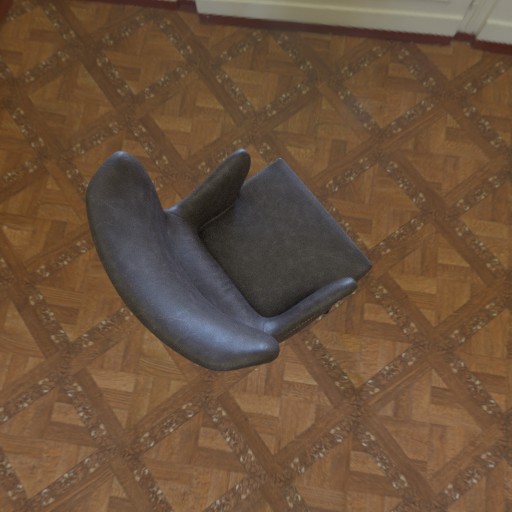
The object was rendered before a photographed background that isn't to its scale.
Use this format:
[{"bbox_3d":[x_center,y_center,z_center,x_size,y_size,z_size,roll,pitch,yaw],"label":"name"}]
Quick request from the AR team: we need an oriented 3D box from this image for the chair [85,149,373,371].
[{"bbox_3d":[0.000,0.000,1.465,0.717,1.037,0.594,-37,79,-9],"label":"chair"}]
